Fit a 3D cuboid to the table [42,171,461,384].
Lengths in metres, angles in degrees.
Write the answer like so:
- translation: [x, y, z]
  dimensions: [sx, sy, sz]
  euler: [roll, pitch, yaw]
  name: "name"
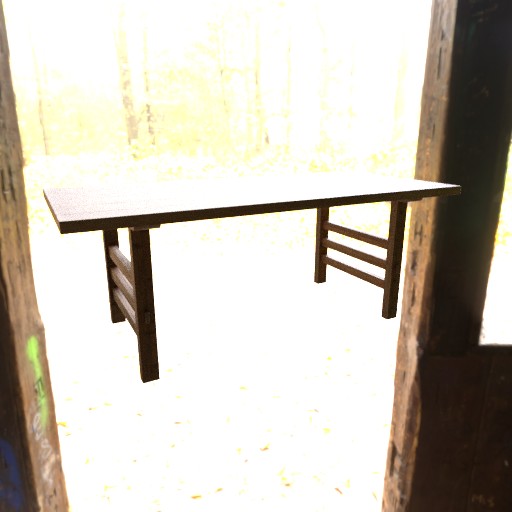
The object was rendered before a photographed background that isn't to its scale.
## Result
- translation: [0.000, 0.000, 2.450]
  dimensions: [2.003, 0.760, 0.952]
  euler: [-8, 18, -27]
  name: "table"
